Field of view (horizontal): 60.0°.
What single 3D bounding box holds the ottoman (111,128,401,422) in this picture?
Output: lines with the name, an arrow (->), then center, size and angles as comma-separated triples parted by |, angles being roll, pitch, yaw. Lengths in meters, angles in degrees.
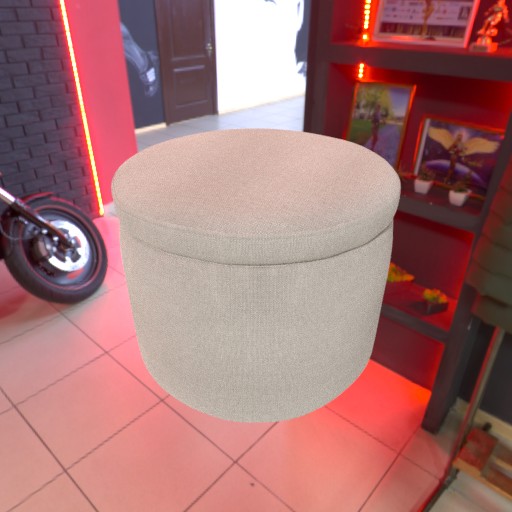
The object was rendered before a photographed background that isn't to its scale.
ottoman -> 0.000, 0.000, 0.867 | 0.497, 0.409, 0.497 | 0, 30, 0
